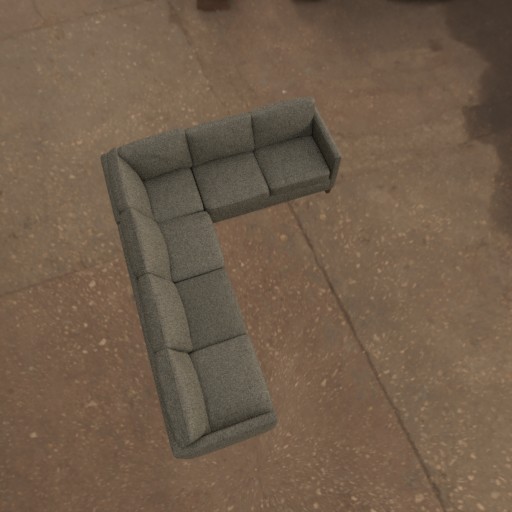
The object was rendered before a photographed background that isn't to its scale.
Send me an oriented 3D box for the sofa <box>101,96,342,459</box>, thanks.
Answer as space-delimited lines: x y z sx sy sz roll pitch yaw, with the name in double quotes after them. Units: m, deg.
0.000 0.000 4.658 2.593 0.947 3.302 -17 66 -8 "sofa"
